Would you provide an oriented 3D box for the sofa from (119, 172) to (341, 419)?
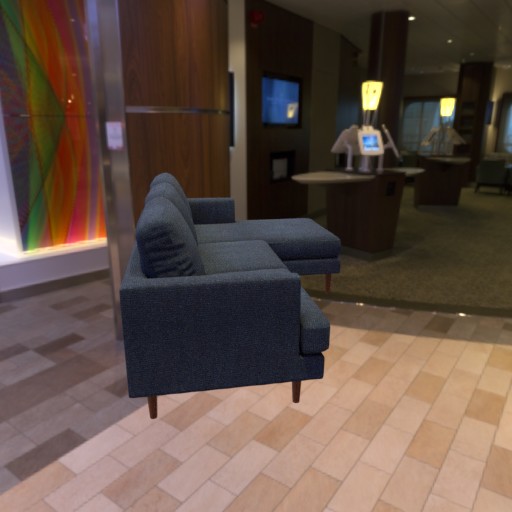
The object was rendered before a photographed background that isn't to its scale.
[{"bbox_3d":[0.000,0.000,2.975,1.504,0.956,2.233,-3,17,-10],"label":"sofa"}]
